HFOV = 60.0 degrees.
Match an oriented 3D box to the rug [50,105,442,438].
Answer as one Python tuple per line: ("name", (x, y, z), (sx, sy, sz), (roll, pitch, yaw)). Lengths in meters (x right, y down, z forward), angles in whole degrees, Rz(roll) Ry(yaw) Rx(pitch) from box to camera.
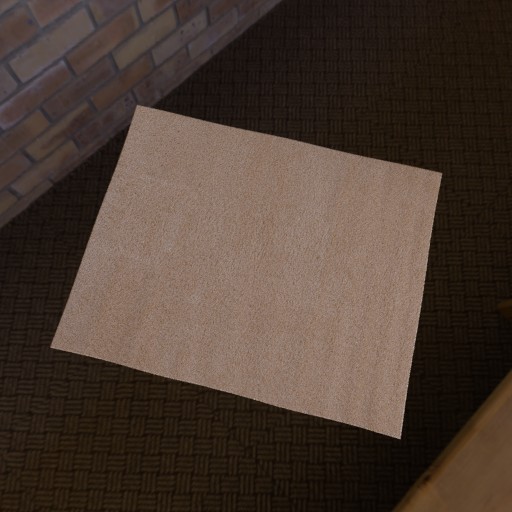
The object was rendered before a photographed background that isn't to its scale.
("rug", (0.000, 0.000, 3.969), (3.000, 0.025, 2.400), (14, 76, 3))
